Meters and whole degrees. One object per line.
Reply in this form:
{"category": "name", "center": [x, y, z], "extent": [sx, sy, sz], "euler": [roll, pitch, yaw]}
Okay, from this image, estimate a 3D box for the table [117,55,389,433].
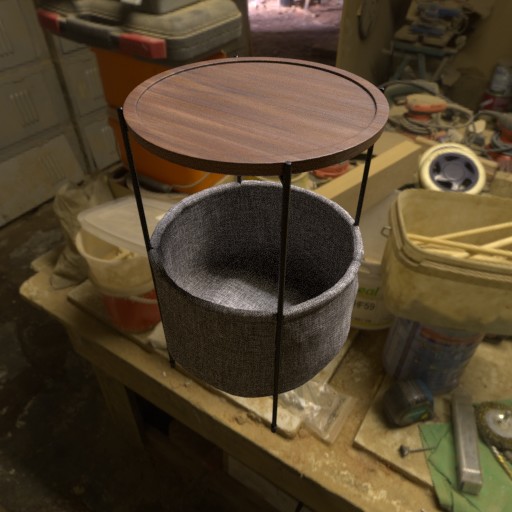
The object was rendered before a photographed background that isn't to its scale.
{"category": "table", "center": [0.000, 0.000, 0.861], "extent": [0.400, 0.623, 0.400], "euler": [24, 47, 25]}
